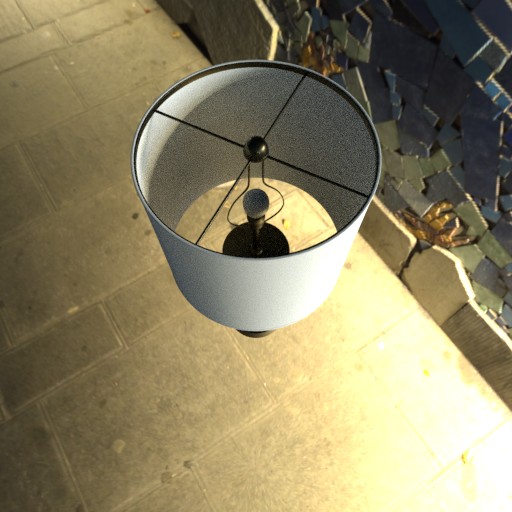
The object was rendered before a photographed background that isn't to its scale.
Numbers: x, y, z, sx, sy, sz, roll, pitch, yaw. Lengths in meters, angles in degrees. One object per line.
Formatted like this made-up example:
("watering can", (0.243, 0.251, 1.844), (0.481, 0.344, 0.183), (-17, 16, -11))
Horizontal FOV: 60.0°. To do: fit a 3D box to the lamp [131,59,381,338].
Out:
("lamp", (0.000, 0.000, 0.806), (0.301, 0.630, 0.301), (-16, 65, -8))
